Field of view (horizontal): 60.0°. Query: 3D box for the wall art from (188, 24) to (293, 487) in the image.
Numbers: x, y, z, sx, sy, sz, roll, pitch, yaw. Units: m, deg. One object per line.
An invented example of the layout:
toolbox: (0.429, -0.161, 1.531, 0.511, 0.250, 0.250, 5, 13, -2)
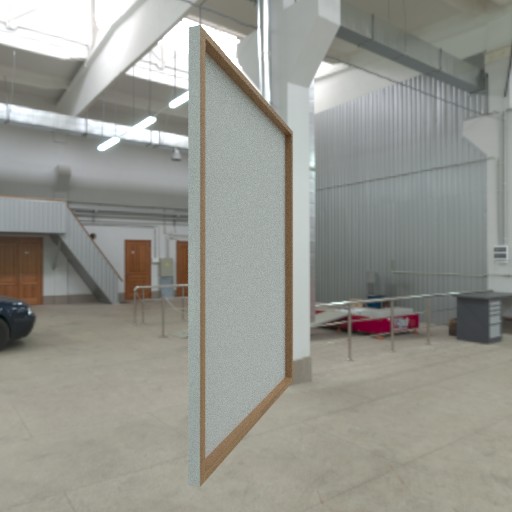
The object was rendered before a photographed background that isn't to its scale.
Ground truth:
wall art: (0.000, 0.000, 0.973, 0.021, 0.710, 0.609, 0, 0, 18)
